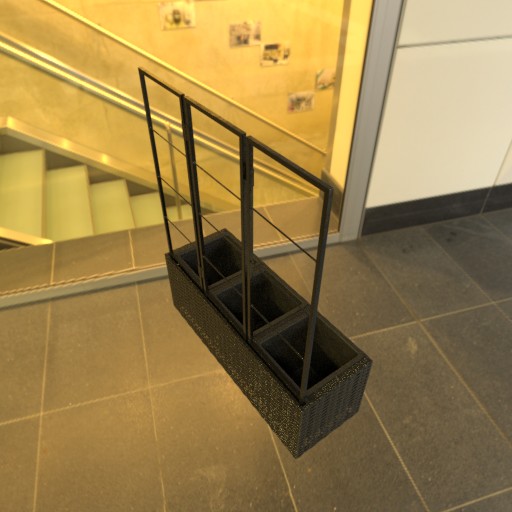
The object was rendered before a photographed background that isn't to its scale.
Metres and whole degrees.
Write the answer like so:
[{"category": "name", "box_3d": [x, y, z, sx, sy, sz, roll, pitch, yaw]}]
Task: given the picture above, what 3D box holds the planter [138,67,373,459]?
[{"category": "planter", "box_3d": [0.000, 0.000, 1.182, 0.244, 0.841, 0.698, -25, 47, -26]}]
